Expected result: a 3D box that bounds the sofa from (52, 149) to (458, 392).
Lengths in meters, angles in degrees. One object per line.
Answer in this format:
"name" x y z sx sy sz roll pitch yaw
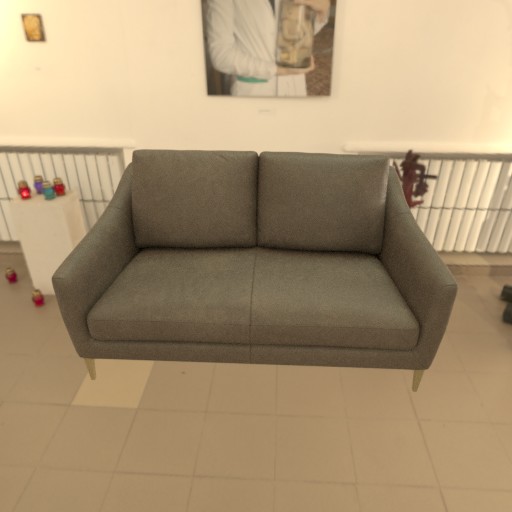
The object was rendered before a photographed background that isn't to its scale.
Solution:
"sofa" 0.000 0.000 2.207 1.619 0.902 0.960 1 30 2
